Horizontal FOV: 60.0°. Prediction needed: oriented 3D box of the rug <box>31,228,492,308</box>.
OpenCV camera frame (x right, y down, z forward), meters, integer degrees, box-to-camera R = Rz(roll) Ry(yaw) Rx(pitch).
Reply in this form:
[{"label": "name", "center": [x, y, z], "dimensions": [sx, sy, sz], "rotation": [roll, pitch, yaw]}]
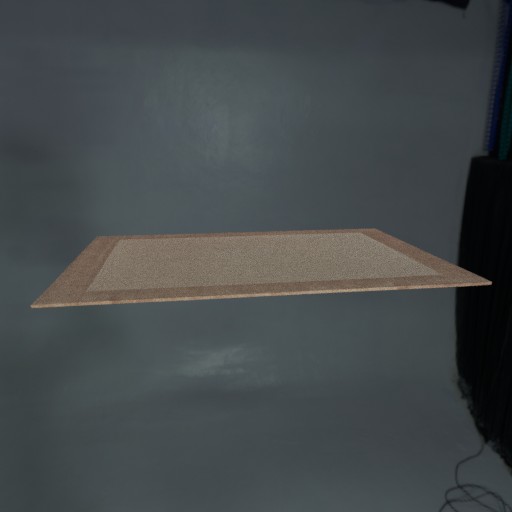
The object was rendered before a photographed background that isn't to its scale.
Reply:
[{"label": "rug", "center": [0.000, 0.000, 2.314], "dimensions": [1.829, 0.014, 1.219], "rotation": [-2, 15, -8]}]
